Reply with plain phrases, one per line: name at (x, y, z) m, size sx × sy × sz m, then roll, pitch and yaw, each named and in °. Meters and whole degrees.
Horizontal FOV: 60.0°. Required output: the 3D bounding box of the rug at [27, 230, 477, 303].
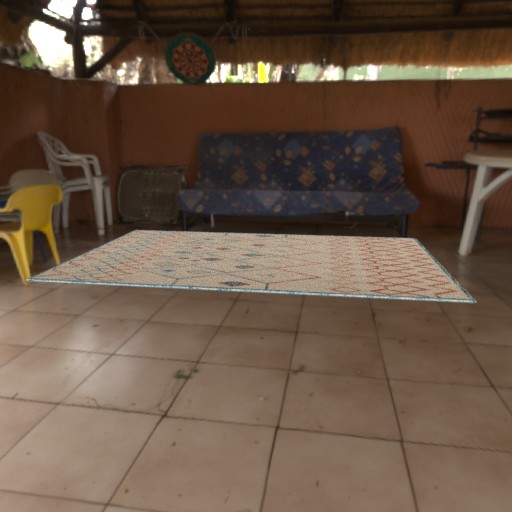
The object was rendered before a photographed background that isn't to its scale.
rug at (0.000, 0.000, 3.094) m, size 2.438 × 0.015 × 1.524 m, roll 2°, pitch 14°, yaw 8°
